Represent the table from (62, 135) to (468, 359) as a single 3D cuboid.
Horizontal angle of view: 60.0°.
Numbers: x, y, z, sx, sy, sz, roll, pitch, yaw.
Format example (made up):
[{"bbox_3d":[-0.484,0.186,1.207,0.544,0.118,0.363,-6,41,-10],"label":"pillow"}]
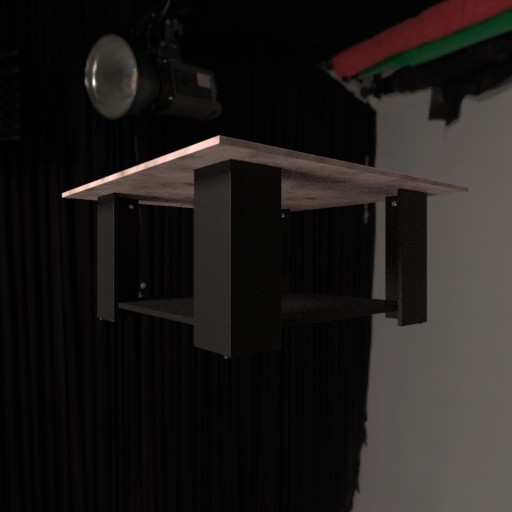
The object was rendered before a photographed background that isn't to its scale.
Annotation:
[{"bbox_3d":[0.000,0.000,1.031,0.670,0.305,0.670,0,0,-39],"label":"table"}]
